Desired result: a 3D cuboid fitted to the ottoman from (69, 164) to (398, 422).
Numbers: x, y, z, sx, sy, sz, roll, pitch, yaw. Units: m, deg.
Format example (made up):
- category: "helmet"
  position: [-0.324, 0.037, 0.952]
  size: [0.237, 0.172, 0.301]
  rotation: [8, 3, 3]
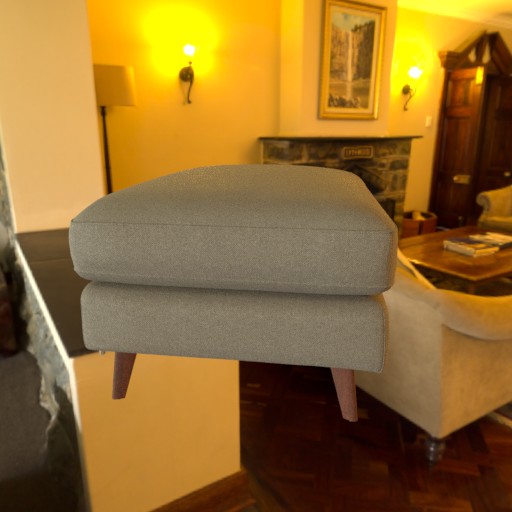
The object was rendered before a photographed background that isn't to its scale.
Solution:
- category: "ottoman"
  position: [0.000, 0.000, 1.165]
  size: [0.608, 0.449, 0.811]
  rotation: [2, 16, 8]
